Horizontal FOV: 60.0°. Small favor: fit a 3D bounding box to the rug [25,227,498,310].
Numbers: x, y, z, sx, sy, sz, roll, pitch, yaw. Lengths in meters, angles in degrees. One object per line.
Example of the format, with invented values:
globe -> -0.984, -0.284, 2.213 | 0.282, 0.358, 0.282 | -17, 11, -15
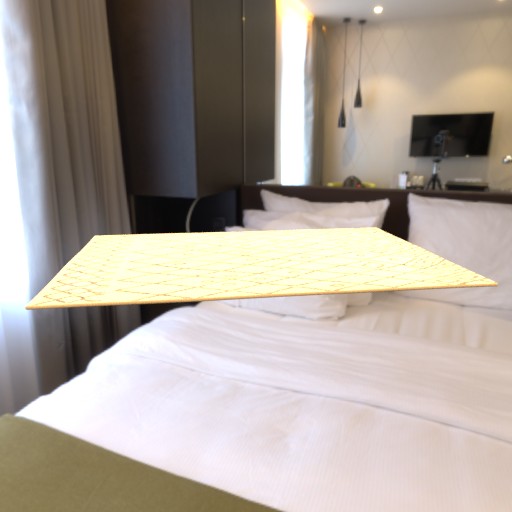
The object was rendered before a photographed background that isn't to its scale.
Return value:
rug -> 0.000, 0.000, 2.270 | 1.828, 0.015, 1.222 | -2, 15, -8
